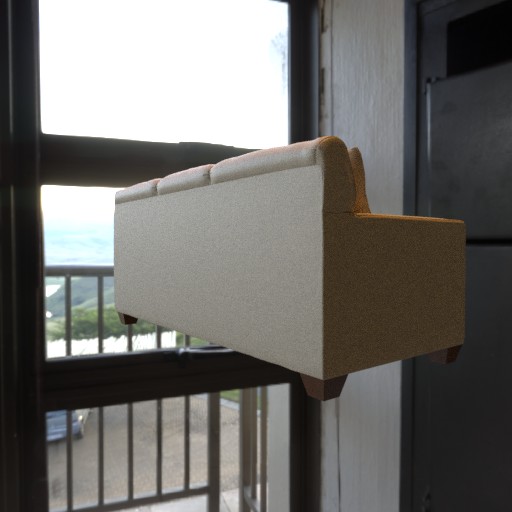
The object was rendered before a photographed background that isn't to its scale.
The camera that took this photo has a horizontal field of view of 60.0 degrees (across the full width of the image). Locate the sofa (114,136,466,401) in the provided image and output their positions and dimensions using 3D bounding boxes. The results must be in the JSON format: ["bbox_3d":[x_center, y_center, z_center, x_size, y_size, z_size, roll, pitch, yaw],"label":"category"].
[{"bbox_3d":[0.000,0.000,2.567,0.997,0.958,2.024,-1,2,-37],"label":"sofa"}]
